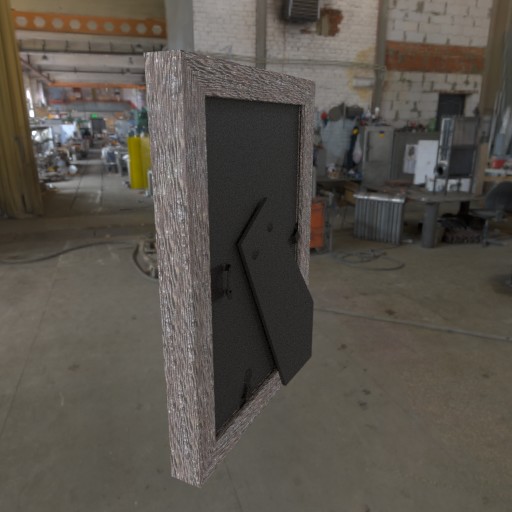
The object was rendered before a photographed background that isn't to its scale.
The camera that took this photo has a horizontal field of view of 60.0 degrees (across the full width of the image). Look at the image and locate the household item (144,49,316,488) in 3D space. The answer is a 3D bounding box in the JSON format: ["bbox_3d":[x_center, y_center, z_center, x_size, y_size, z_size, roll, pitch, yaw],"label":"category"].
[{"bbox_3d":[0.000,0.000,0.232,0.020,0.180,0.133,8,19,26],"label":"household item"}]
